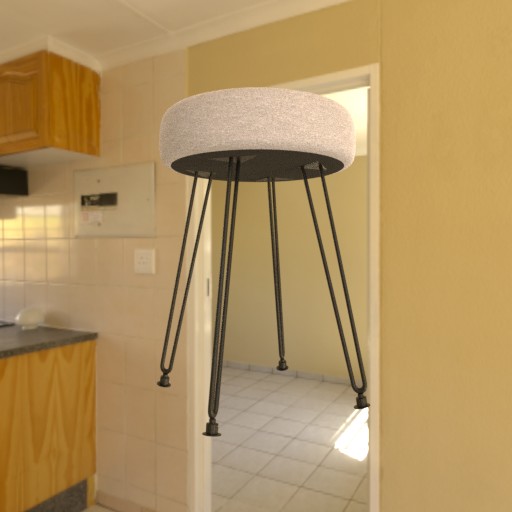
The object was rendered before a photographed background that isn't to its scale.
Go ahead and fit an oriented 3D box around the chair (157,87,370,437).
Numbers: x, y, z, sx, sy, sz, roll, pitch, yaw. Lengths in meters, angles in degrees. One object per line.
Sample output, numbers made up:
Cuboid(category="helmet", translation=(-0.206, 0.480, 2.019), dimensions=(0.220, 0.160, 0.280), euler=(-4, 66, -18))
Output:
Cuboid(category="chair", translation=(0.000, 0.000, 0.695), dimensions=(0.350, 0.440, 0.350), euler=(0, 1, 19))
